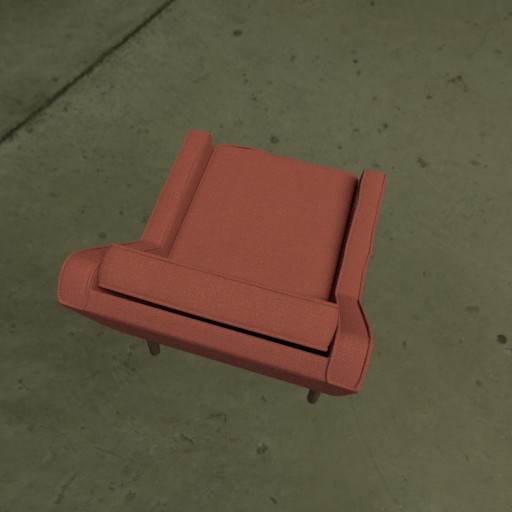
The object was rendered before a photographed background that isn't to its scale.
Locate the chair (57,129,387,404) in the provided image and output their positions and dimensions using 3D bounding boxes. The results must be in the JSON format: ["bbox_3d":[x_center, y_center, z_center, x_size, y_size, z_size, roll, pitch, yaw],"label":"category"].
[{"bbox_3d":[0.000,0.000,1.364,0.680,0.812,0.770,15,64,7],"label":"chair"}]
